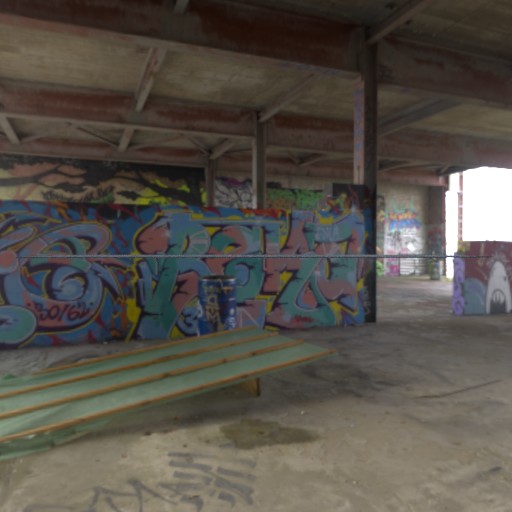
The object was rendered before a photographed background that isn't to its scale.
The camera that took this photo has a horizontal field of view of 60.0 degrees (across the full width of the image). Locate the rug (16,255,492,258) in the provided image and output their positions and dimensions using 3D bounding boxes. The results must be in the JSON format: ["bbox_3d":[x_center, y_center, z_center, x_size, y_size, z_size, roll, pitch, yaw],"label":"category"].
[{"bbox_3d":[0.000,0.000,2.611,2.443,0.008,0.688,0,1,-1],"label":"rug"}]
